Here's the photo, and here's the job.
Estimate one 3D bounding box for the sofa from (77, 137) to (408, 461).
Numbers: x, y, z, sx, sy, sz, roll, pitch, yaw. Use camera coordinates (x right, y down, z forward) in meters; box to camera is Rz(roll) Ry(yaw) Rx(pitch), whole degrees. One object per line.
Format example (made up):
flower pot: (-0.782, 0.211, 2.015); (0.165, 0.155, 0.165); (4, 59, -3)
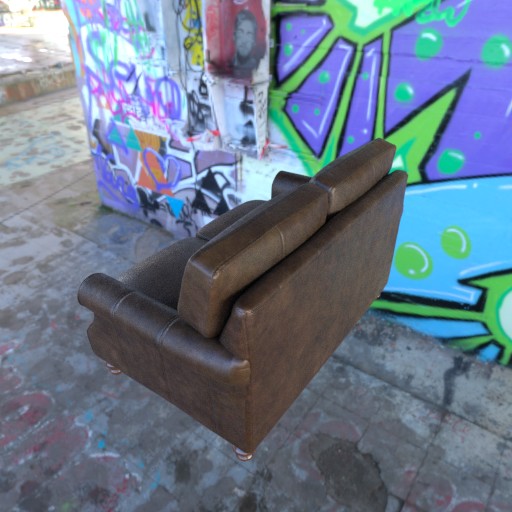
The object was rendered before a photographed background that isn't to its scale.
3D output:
sofa: (0.000, 0.000, 2.251); (0.990, 0.976, 1.616); (21, 38, 30)
